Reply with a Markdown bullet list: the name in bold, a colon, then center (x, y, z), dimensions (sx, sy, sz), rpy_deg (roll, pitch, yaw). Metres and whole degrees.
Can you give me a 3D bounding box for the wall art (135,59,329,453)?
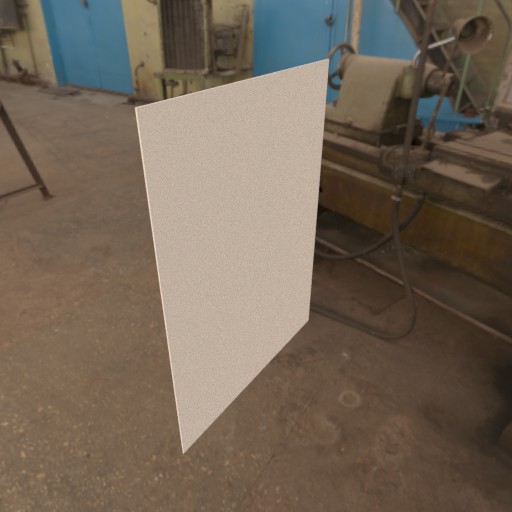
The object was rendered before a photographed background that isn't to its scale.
- **wall art**: center (0.000, 0.000, 0.804), dimensions (0.003, 0.610, 0.457), rpy_deg (20, 37, 29)
